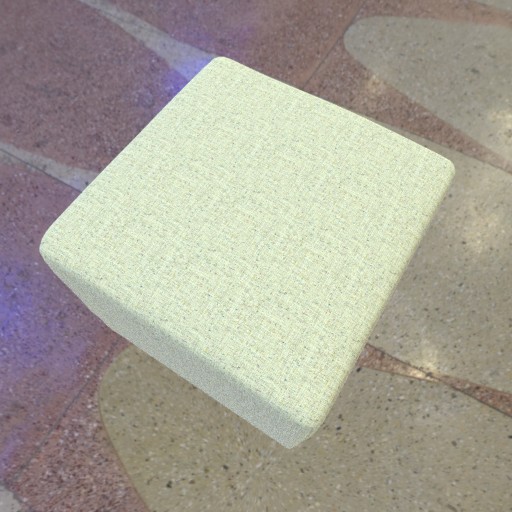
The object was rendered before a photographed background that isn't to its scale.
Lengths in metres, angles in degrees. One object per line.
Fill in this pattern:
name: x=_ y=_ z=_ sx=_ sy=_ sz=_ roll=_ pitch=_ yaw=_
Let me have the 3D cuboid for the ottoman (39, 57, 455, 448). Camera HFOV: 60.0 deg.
ottoman: x=0.000 y=0.000 z=0.889 sx=0.512 sy=0.453 sz=0.521 roll=30 pitch=68 yaw=14
